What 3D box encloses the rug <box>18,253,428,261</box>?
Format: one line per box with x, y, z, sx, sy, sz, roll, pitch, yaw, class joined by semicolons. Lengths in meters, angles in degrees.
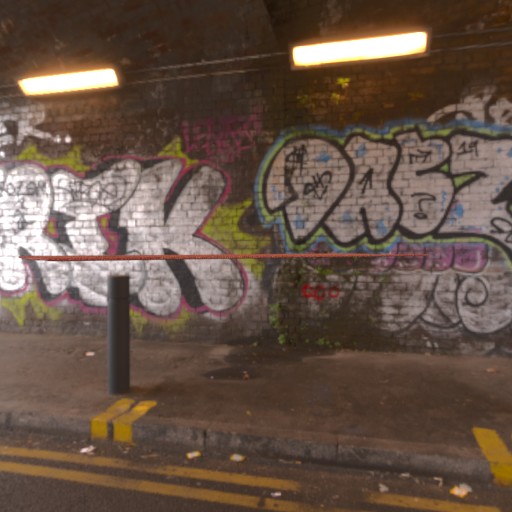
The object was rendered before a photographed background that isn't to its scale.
0.000;0.000;2.507;2.307;0.012;0.687;-1;1;-36;rug
